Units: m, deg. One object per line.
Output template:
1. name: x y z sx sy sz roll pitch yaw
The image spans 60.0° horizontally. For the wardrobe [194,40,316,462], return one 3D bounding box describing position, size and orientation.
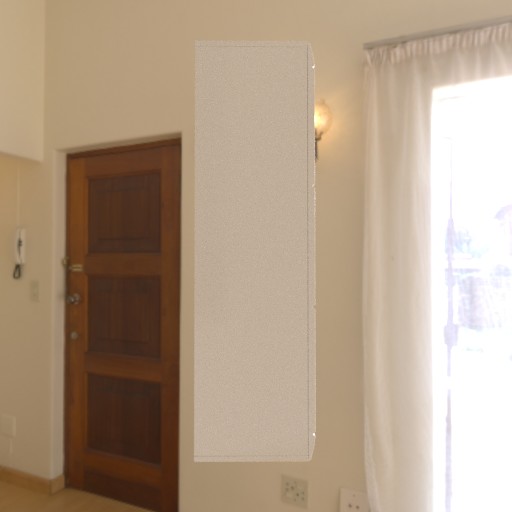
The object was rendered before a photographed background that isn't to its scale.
1. wardrobe: 0.000 0.000 1.917 0.360 1.200 1.340 0 -1 -1
